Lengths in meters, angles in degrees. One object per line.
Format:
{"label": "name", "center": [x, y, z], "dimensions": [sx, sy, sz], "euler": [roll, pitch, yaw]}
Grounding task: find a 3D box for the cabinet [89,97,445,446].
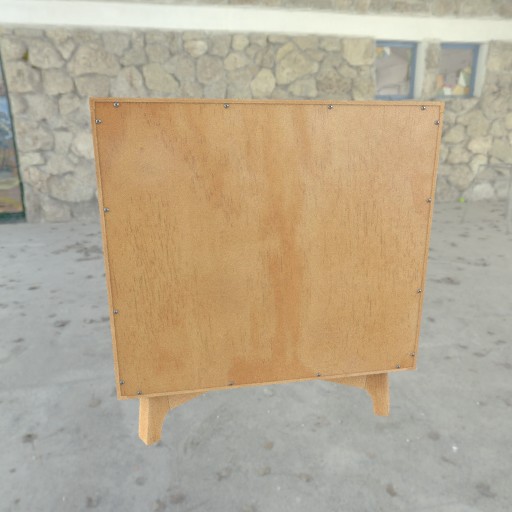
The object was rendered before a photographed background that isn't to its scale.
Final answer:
{"label": "cabinet", "center": [0.000, 0.000, 0.938], "dimensions": [0.551, 0.599, 0.394], "euler": [-3, 16, -10]}
